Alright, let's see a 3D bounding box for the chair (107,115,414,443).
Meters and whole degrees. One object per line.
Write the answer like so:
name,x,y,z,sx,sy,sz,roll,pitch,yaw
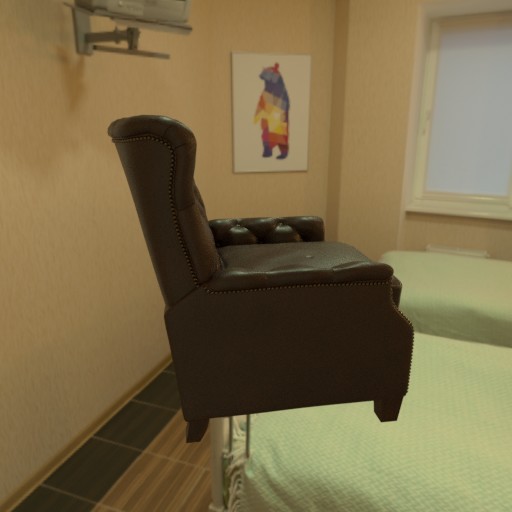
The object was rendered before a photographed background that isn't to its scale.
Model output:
chair,0.000,0.000,1.442,0.823,0.864,0.709,-2,17,-8
